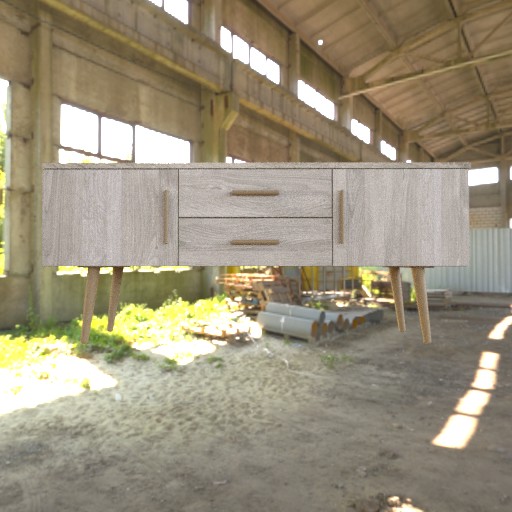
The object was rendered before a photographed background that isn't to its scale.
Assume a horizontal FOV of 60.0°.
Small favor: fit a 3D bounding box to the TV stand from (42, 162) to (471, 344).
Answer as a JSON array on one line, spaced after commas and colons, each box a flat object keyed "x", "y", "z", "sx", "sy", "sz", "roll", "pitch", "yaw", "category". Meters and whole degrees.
[{"x": 0.000, "y": 0.000, "z": 1.534, "sx": 1.313, "sy": 0.565, "sz": 0.401, "roll": 0, "pitch": -1, "yaw": 0, "category": "TV stand"}]
